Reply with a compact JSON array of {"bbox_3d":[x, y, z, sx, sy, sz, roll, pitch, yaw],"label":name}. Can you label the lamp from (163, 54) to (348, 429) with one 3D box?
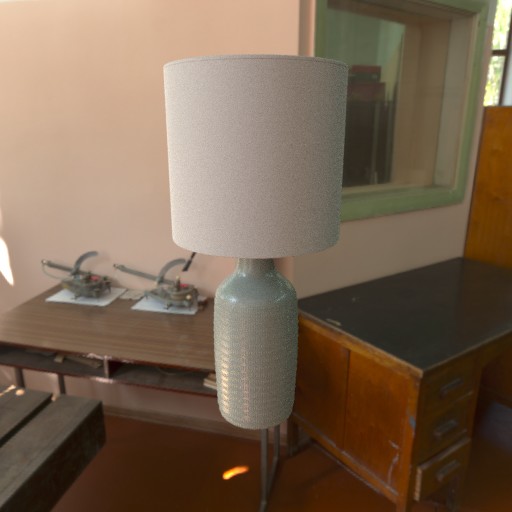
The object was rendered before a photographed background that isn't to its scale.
[{"bbox_3d":[0.000,0.000,0.605,0.220,0.475,0.220,-14,22,-41],"label":"lamp"}]
